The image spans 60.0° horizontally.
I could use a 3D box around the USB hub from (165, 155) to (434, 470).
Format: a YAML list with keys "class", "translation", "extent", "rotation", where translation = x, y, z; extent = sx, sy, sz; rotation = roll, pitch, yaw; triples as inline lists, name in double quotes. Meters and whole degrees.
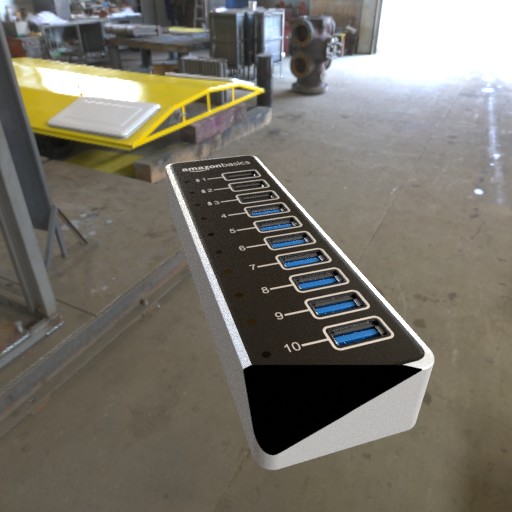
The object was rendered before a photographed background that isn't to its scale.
- class: "USB hub"
  translation: [0.000, 0.000, 0.160]
  extent: [0.044, 0.023, 0.145]
  rotation: [-10, 34, -15]
